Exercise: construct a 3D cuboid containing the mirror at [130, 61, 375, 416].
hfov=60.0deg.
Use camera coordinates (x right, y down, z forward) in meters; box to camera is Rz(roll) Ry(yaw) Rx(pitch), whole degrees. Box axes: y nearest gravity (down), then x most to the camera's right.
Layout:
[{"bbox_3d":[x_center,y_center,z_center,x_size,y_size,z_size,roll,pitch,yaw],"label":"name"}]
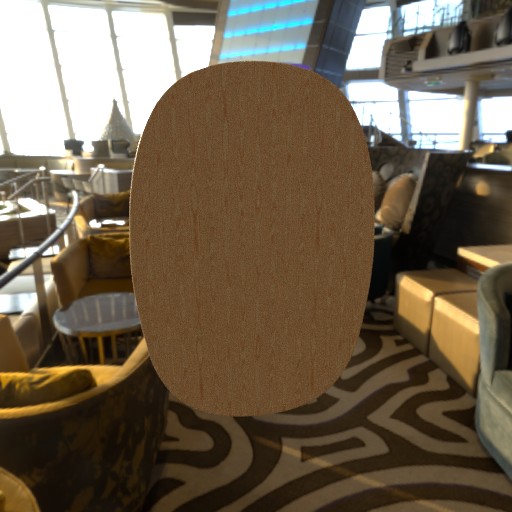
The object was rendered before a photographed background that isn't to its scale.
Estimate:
[{"bbox_3d":[0.000,0.000,1.325,0.724,1.075,0.037,-2,16,-8],"label":"mirror"}]
